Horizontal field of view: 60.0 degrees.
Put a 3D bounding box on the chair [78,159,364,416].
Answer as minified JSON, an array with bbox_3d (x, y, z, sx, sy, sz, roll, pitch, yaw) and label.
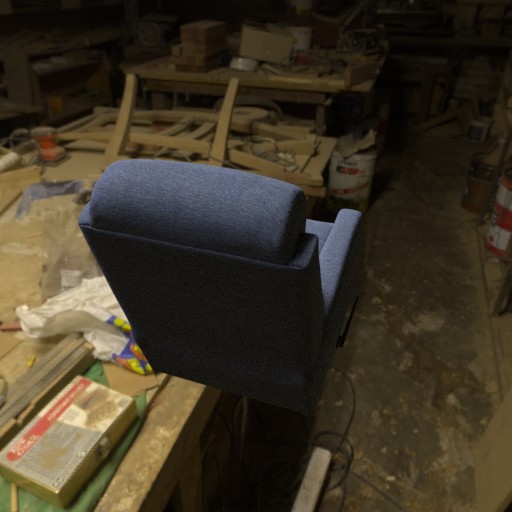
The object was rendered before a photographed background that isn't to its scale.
[{"bbox_3d":[0.000,0.000,1.723,0.798,1.013,1.043,11,34,16],"label":"chair"}]
